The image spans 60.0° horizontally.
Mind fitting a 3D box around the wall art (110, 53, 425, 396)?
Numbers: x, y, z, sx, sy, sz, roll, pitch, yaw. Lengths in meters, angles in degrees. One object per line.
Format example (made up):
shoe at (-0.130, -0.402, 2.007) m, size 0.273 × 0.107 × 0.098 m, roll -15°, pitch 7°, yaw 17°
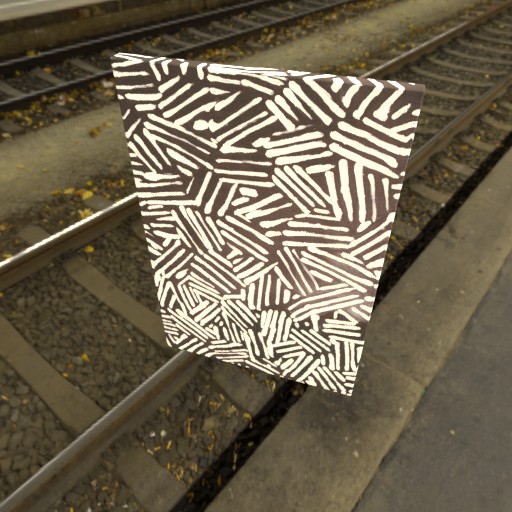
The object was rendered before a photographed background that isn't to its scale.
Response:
wall art at (0.000, 0.000, 1.132) m, size 0.615 × 0.918 × 0.035 m, roll 12°, pitch 41°, yaw 14°
